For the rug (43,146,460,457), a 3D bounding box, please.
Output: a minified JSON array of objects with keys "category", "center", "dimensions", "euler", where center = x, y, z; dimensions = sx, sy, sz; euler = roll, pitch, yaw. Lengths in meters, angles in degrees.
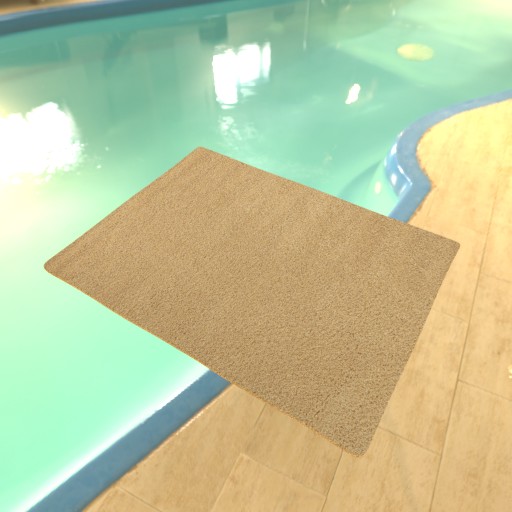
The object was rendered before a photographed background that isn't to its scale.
[{"category":"rug","center":[0.000,0.000,2.105],"dimensions":[1.600,0.025,1.199],"euler":[25,51,22]}]
